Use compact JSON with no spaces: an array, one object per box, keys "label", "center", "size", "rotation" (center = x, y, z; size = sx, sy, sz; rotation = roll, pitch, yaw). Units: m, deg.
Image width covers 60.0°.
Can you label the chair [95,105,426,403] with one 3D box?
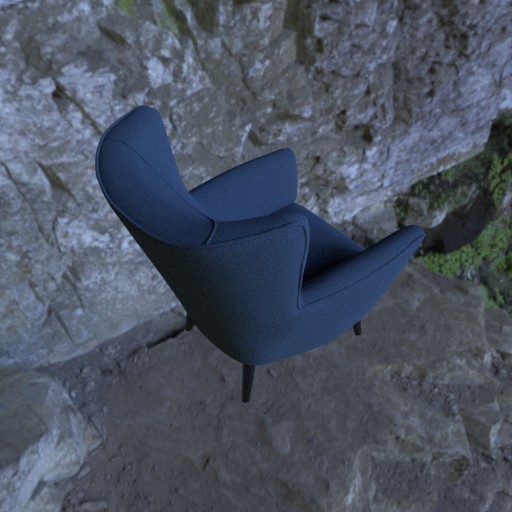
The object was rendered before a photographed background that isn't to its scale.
[{"label":"chair","center":[0.000,0.000,1.575],"size":[0.888,0.933,0.781],"rotation":[-26,48,-27]}]
